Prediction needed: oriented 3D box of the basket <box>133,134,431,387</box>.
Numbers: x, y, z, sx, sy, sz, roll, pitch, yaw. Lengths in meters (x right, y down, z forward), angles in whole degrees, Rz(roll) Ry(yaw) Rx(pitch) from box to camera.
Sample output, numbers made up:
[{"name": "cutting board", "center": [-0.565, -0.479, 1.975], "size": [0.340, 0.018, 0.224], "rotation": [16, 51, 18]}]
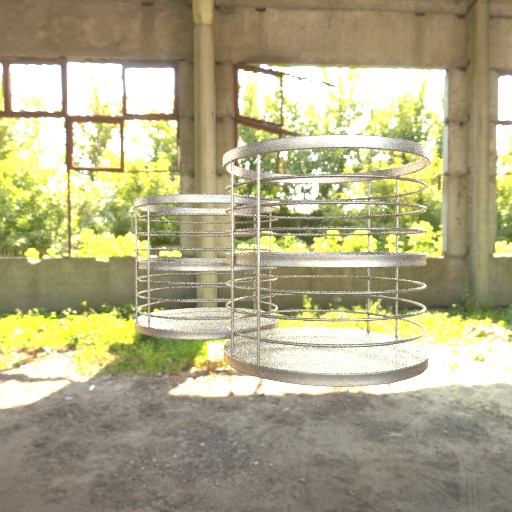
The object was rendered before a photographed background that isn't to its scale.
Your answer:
[{"name": "basket", "center": [0.000, 0.000, 0.945], "size": [0.356, 0.351, 0.746], "rotation": [-1, 2, -38]}]
